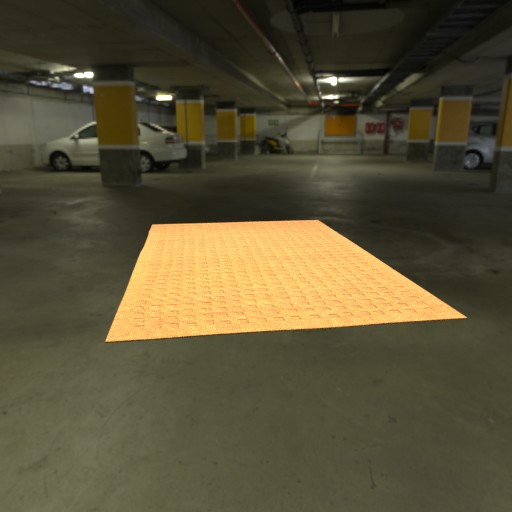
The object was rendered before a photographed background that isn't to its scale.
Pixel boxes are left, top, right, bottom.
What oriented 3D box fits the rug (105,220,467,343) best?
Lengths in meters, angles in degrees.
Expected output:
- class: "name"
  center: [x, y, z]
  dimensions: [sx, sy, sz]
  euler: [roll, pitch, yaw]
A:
- class: "rug"
  center: [0.000, 0.000, 2.197]
  dimensions: [1.143, 0.006, 1.747]
  euler: [-2, 15, -8]
